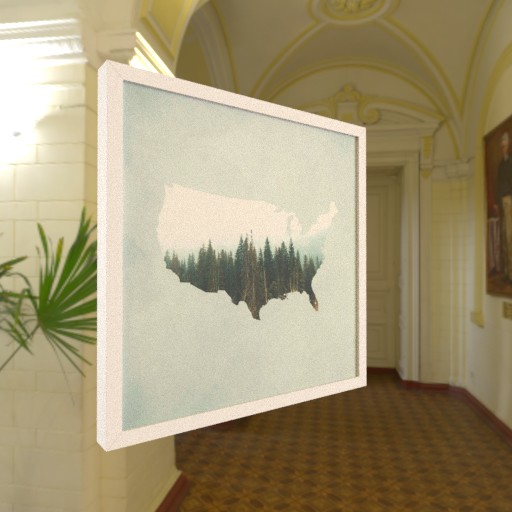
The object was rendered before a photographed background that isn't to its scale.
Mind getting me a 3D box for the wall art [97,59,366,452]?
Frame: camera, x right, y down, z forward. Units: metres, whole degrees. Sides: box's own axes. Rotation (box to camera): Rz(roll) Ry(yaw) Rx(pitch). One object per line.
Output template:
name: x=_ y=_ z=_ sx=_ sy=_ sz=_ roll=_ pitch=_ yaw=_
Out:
wall art: x=0.000 y=0.000 z=0.741 sx=0.509 sy=0.509 sz=0.040 roll=0 pitch=-1 yaw=-36
